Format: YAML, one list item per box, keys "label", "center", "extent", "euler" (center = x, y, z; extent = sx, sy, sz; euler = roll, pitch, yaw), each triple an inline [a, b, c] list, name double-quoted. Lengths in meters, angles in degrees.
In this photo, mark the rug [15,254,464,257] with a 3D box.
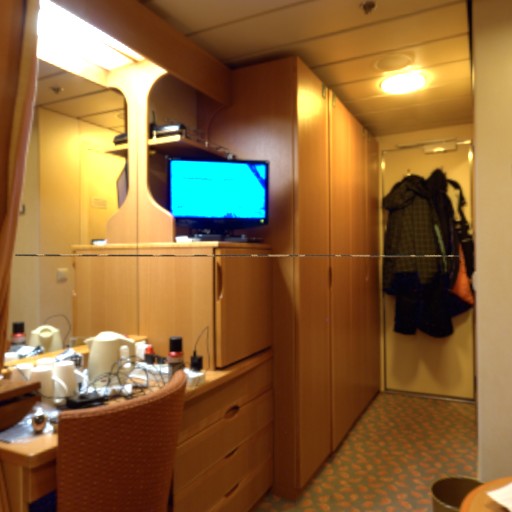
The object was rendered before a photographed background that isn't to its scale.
- label: "rug"
  center: [0.000, 0.000, 2.487]
  extent: [2.296, 0.006, 0.685]
  euler: [0, 0, -20]
